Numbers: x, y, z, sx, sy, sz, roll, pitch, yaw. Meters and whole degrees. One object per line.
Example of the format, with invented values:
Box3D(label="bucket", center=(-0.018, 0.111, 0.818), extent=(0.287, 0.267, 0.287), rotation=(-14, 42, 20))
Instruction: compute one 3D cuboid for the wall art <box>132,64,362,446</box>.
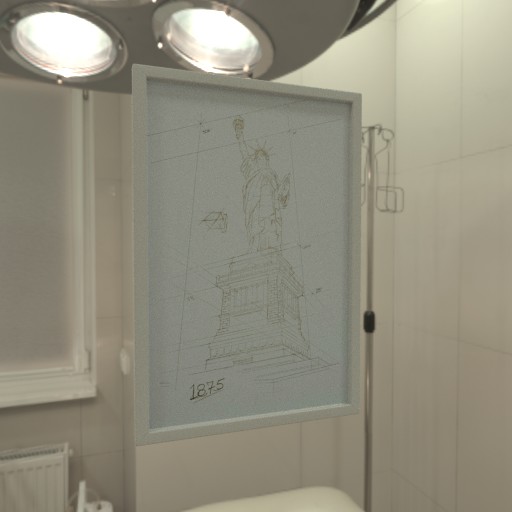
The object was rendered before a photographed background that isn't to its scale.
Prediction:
Box3D(label="wall art", center=(0.000, 0.000, 1.516), extent=(0.808, 1.183, 0.038), rotation=(-1, 2, -19))
